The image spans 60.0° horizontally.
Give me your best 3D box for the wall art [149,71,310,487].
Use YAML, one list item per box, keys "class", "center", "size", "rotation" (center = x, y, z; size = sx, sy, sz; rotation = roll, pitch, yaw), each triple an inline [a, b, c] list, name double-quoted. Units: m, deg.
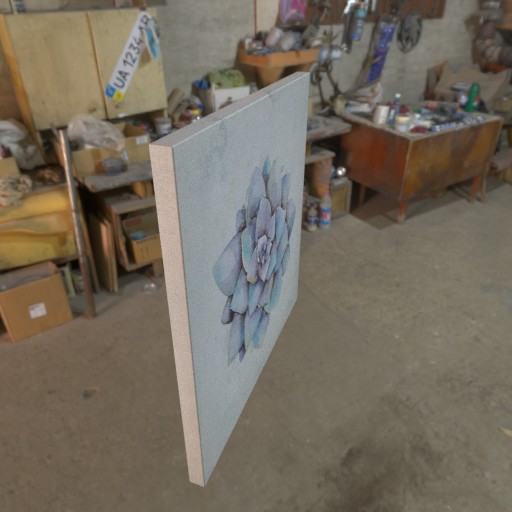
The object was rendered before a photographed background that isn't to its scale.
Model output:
- class: "wall art"
  center: [0.000, 0.000, 1.105]
  size: [0.038, 0.762, 0.762]
  rotation: [10, 32, 17]
